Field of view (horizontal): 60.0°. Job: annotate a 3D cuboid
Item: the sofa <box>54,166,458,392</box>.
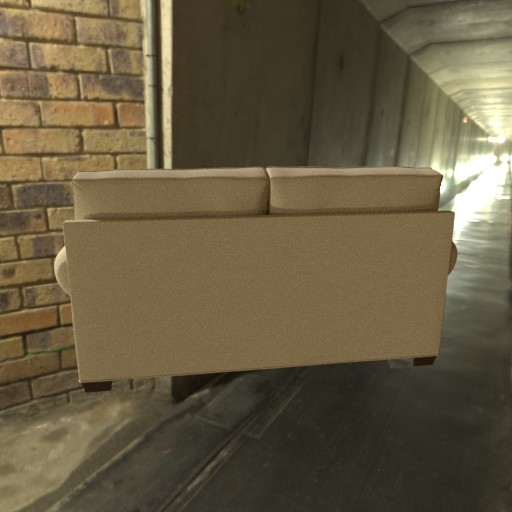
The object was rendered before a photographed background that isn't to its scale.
[{"bbox_3d":[0.000,0.000,2.272,1.774,0.933,0.861,-2,15,-8],"label":"sofa"}]
